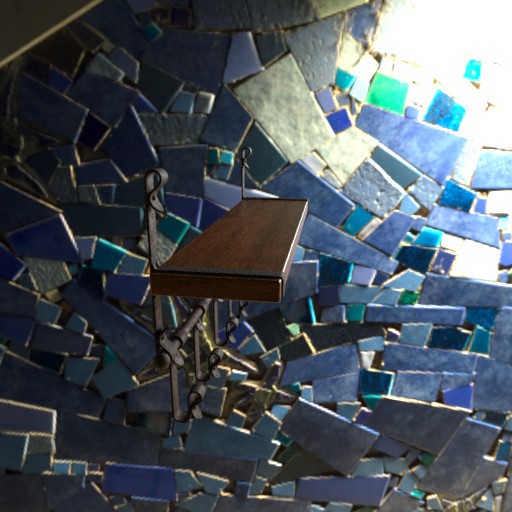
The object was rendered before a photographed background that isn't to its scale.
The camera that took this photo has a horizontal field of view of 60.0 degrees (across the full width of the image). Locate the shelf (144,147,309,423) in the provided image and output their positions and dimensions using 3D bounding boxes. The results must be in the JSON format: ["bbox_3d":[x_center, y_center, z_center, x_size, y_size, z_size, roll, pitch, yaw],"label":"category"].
[{"bbox_3d":[0.000,0.000,0.738,0.146,0.330,0.567,3,16,9],"label":"shelf"}]
